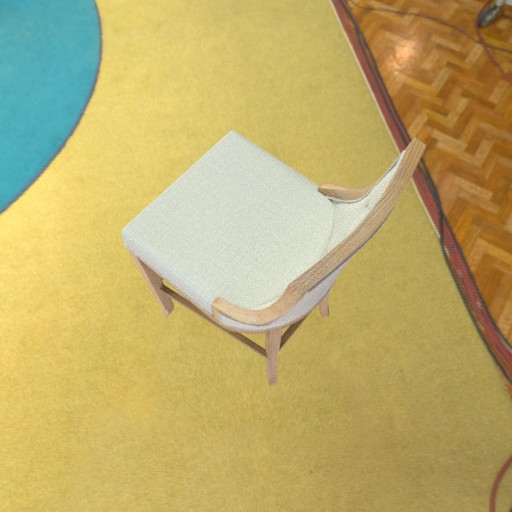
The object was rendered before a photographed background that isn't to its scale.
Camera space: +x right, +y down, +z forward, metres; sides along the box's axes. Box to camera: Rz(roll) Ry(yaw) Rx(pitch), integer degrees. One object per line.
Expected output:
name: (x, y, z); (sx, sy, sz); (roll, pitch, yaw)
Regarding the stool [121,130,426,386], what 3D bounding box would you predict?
stool: (0.000, 0.000, 1.421); (0.626, 1.101, 0.524); (36, 69, 16)
